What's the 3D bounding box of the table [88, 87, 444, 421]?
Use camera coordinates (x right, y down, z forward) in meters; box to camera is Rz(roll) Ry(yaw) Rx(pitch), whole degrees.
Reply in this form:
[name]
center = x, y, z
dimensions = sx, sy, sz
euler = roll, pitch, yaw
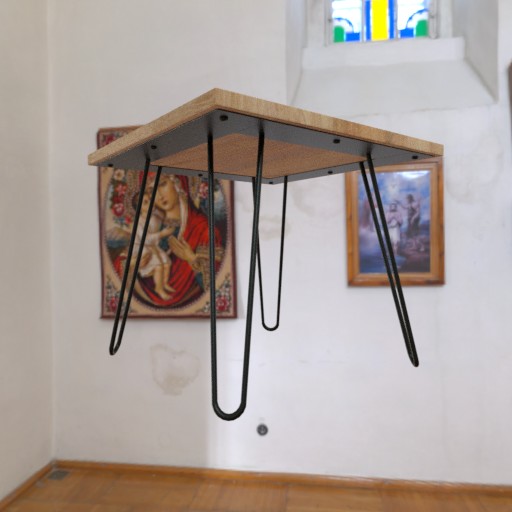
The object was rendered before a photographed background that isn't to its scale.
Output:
[table]
center = 0.000, 0.000, 1.052
dimensions = 0.599, 0.500, 0.599
euler = -1, 2, -37
